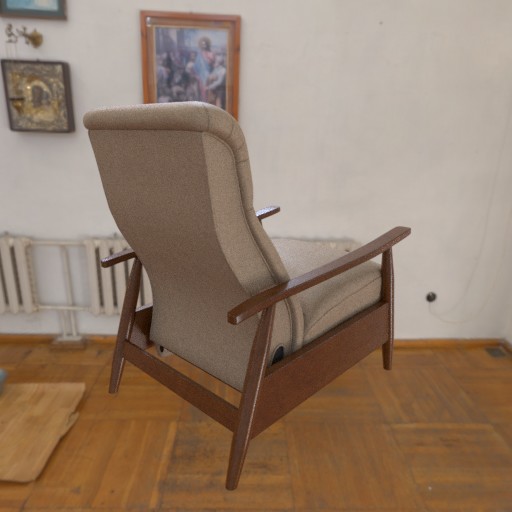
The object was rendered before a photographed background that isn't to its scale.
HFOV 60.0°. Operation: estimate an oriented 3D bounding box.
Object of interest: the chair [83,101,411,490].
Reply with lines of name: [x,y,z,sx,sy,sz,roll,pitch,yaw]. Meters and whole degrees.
chair: [0.000,0.000,1.714,0.762,1.082,1.030,15,22,42]
